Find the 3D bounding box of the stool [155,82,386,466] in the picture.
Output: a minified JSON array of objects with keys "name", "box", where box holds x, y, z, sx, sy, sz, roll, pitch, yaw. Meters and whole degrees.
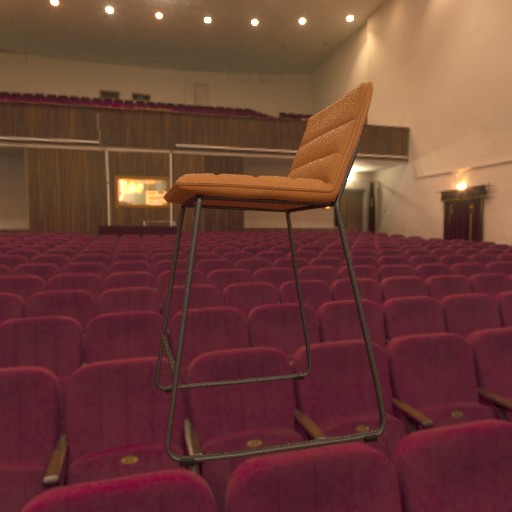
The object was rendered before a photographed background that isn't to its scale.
[{"name":"stool","box":[0.000,0.000,1.204,0.524,0.866,0.489,-1,3,-16]}]
